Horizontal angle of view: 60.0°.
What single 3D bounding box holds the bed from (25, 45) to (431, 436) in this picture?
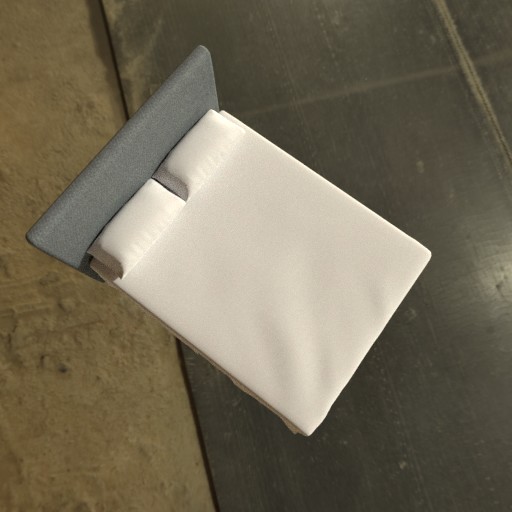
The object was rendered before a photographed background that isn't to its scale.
[{"bbox_3d":[0.000,0.000,3.196,2.142,1.330,1.723,36,79,8],"label":"bed"}]
